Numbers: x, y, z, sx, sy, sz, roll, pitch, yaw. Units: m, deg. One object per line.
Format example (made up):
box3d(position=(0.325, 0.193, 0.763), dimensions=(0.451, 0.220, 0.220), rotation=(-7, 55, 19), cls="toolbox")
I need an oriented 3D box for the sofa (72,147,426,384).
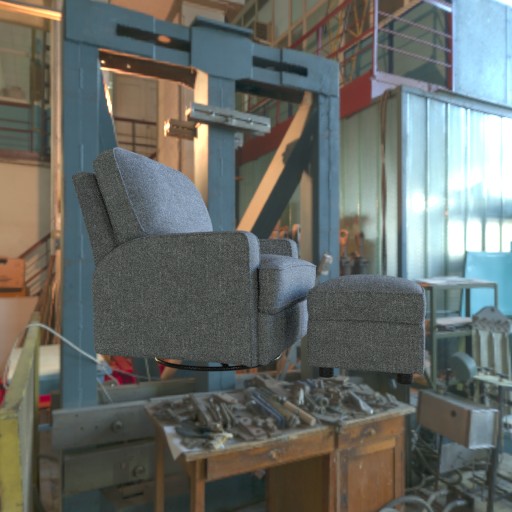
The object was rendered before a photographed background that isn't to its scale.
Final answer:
box3d(position=(0.000, 0.000, 2.076), dimensions=(1.472, 0.959, 0.861), rotation=(0, -1, 18), cls="sofa")
